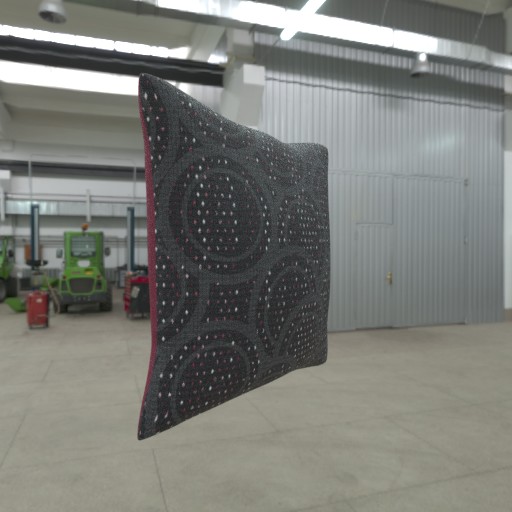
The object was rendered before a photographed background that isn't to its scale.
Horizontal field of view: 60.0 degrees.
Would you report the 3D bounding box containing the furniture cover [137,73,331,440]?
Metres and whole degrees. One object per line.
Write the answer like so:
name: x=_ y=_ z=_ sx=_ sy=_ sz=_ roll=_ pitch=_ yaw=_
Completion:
furniture cover: x=0.000 y=0.000 z=0.827 sx=0.193 sy=0.509 sz=0.552 roll=0 pitch=1 yaw=36
